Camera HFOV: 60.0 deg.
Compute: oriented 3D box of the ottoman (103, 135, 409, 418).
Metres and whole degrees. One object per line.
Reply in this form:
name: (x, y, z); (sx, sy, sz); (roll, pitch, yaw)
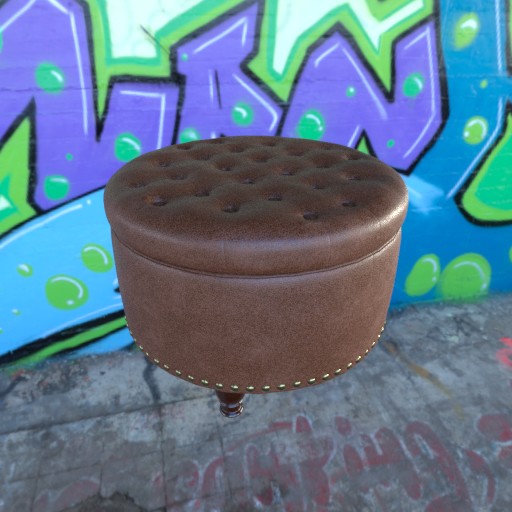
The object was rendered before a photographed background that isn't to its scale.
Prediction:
ottoman: (0.000, 0.000, 1.051); (0.637, 0.442, 0.637); (0, 29, 0)
